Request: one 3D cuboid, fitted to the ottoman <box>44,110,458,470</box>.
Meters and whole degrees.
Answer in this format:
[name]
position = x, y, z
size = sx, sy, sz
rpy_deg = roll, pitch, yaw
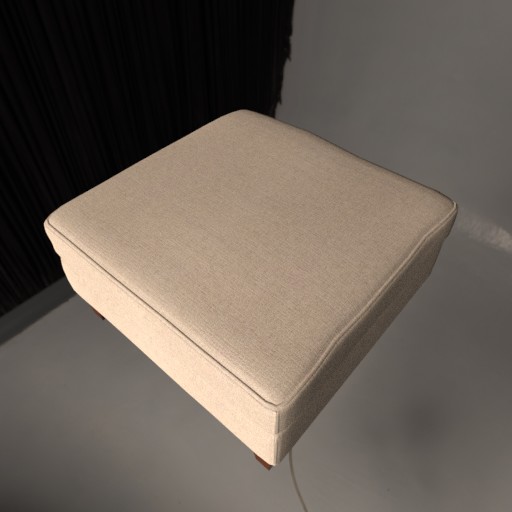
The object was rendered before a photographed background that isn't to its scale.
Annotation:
[ottoman]
position = 0.000, 0.000, 1.342
size = 0.838, 0.481, 0.838
rpy_deg = 32, 54, 27
